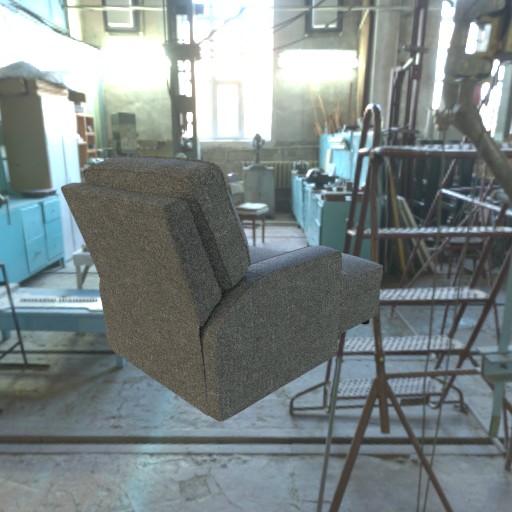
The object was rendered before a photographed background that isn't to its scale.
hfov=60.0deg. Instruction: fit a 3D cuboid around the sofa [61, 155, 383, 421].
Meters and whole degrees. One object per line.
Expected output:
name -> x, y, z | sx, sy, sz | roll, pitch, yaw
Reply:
sofa -> 0.000, 0.000, 2.105 | 1.472, 0.959, 0.861 | -14, 21, -43
